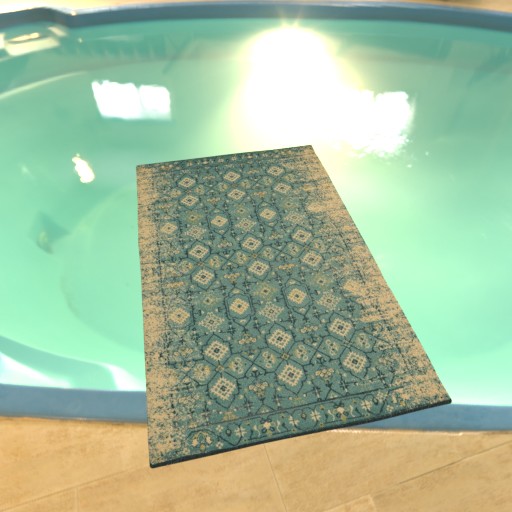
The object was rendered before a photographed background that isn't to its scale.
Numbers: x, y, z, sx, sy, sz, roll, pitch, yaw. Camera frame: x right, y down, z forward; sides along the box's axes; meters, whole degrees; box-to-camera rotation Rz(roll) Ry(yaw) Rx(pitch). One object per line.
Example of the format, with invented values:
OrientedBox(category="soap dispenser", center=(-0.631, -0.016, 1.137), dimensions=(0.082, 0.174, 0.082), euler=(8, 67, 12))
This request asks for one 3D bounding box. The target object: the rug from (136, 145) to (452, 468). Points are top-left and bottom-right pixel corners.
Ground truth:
OrientedBox(category="rug", center=(0.000, 0.000, 2.959), dimensions=(1.530, 0.015, 2.449), euler=(-9, 47, -8))
